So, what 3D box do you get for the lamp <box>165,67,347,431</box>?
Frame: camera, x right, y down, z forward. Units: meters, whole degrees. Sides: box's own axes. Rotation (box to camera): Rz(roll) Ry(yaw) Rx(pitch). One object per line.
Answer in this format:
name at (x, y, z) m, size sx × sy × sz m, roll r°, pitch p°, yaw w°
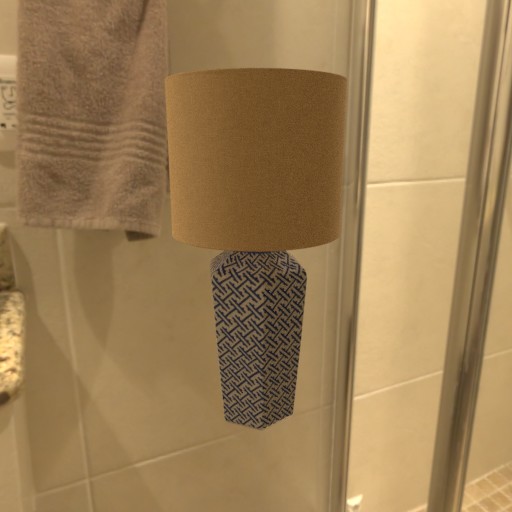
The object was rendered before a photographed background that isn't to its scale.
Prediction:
lamp at (0.000, 0.000, 0.871) m, size 0.320 × 0.682 × 0.320 m, roll 7°, pitch 16°, yaw 26°
